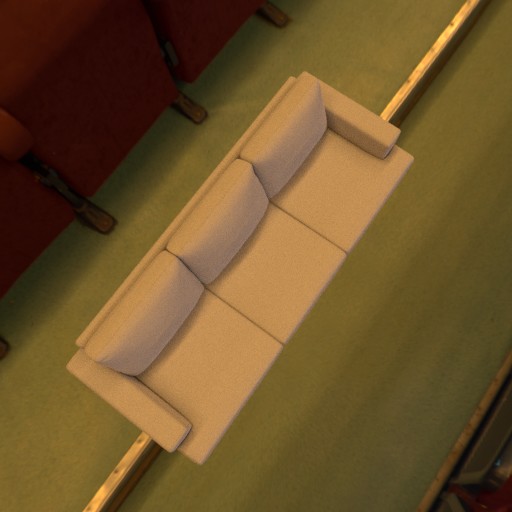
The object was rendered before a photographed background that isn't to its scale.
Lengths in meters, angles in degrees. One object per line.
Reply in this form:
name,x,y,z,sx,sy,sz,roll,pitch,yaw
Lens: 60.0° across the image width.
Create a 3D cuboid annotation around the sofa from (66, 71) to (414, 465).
sofa,0.000,0.000,2.716,0.920,0.810,2.310,35,78,8
